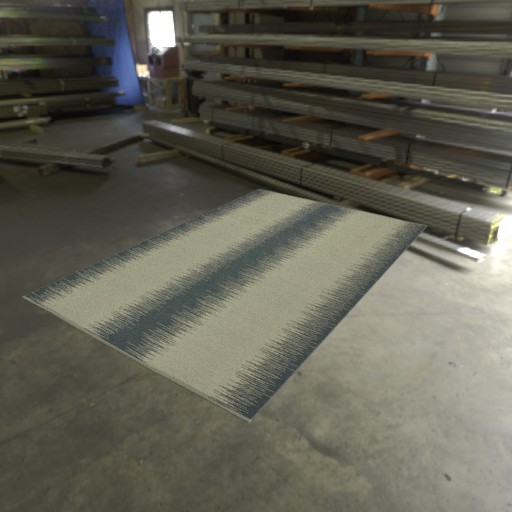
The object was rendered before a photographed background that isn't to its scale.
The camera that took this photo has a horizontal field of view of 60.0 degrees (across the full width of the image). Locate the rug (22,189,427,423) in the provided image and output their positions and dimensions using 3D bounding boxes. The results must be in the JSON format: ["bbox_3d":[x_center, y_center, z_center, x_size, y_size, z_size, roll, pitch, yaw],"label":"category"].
[{"bbox_3d":[0.000,0.000,2.313,1.234,0.006,1.854,17,32,31],"label":"rug"}]
